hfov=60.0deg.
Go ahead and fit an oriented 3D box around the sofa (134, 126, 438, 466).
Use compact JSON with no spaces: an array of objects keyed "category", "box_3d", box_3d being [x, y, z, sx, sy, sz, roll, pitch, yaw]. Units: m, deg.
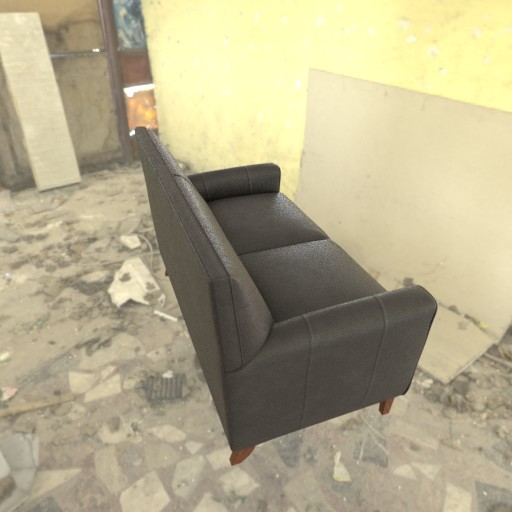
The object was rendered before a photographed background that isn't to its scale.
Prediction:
[{"category":"sofa","box_3d":[0.000,0.000,2.004,0.787,0.871,1.473,-11,33,-17]}]
